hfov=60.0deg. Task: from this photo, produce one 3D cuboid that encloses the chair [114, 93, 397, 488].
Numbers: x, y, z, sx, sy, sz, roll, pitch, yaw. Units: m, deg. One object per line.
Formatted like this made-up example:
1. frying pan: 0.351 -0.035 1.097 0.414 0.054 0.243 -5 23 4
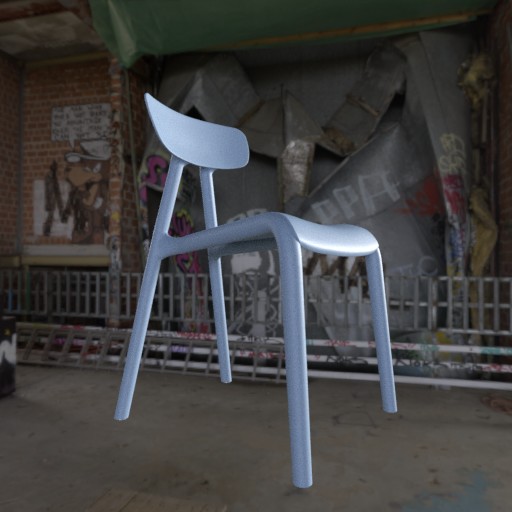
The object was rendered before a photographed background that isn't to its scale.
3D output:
1. chair: 0.000 0.000 0.802 0.401 0.580 0.356 -1 -1 35
